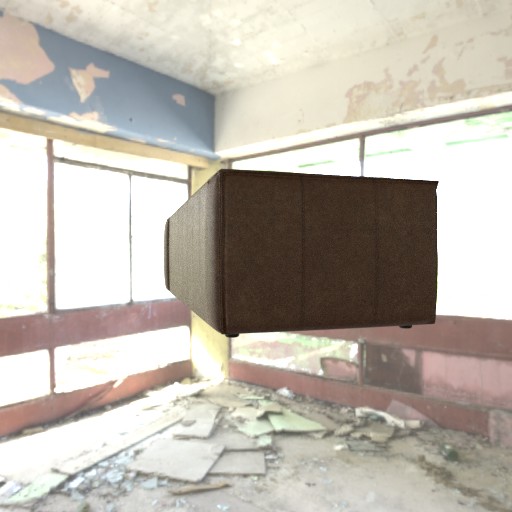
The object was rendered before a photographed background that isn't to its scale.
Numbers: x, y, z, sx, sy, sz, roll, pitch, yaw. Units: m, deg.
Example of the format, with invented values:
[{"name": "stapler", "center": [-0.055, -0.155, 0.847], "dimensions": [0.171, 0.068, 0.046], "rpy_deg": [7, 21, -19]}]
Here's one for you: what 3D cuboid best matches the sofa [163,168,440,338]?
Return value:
[{"name": "sofa", "center": [0.000, 0.000, 3.105], "dimensions": [1.102, 0.701, 2.581], "rpy_deg": [0, 0, -16]}]
